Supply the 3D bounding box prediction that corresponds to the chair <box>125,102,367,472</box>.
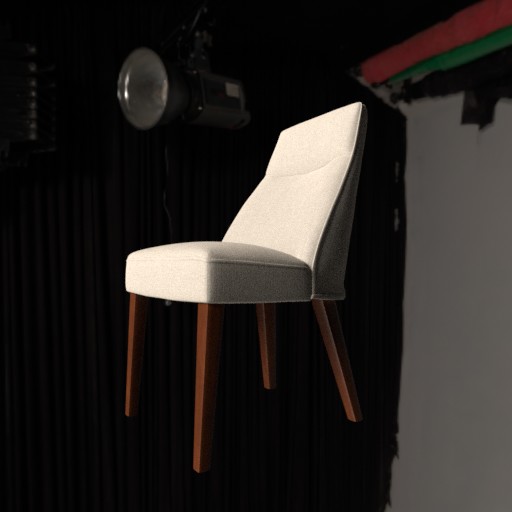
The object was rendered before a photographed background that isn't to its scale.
[{"bbox_3d":[0.000,0.000,1.302,0.620,0.930,0.500,1,-1,-36],"label":"chair"}]
